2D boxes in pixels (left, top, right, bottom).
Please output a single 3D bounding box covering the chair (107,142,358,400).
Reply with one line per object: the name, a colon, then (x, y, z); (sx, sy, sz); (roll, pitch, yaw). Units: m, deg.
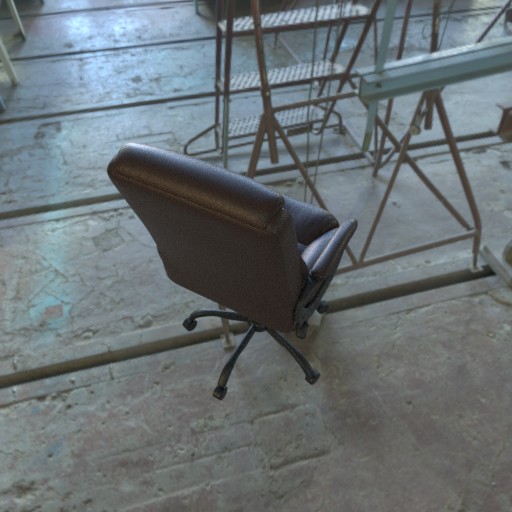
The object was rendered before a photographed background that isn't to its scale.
chair: (0.000, 0.000, 1.504); (0.615, 1.072, 0.655); (22, 51, 20)
